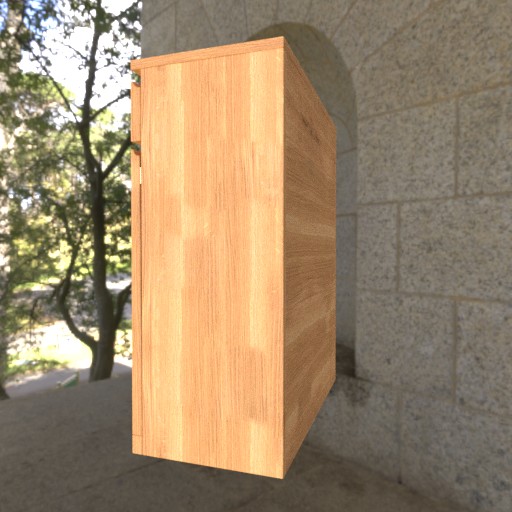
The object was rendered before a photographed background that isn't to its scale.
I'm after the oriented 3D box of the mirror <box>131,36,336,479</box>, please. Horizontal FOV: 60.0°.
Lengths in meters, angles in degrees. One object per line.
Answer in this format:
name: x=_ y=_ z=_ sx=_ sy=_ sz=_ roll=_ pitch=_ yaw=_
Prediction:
mirror: x=0.000 y=0.000 z=1.442 sx=0.400 sy=1.000 sz=0.800 roll=0 pitch=1 yaw=19
